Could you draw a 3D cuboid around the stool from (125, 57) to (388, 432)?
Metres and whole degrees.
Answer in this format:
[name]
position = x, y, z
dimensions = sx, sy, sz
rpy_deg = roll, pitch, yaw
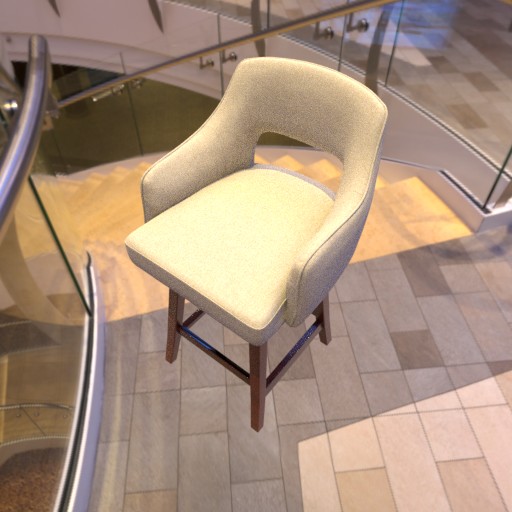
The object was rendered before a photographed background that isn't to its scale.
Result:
[stool]
position = 0.000, 0.000, 1.300
dimensions = 0.550, 0.936, 0.560
rpy_deg = 30, 53, 25
